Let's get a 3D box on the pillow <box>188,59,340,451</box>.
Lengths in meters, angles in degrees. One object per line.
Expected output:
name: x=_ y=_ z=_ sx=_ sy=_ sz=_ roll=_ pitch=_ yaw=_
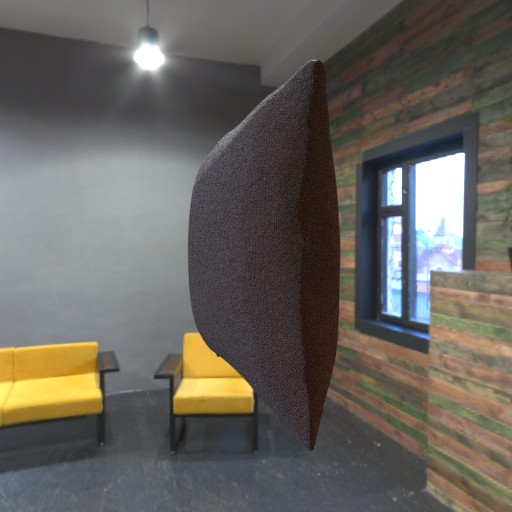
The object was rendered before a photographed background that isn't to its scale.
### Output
pillow: x=0.000 y=0.000 z=0.702 sx=0.204 sy=0.439 sz=0.452 roll=0 pitch=1 yaw=-19
